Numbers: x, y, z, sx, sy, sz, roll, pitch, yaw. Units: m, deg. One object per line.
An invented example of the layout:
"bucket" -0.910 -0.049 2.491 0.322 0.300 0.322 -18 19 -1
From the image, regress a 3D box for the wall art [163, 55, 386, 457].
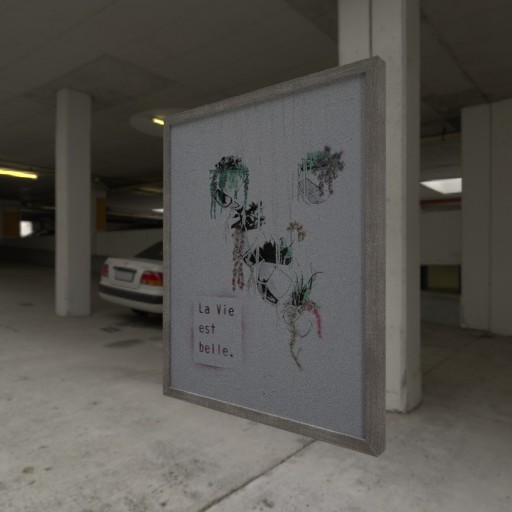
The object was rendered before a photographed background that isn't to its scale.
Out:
"wall art" 0.000 0.000 0.715 0.421 0.521 0.032 0 0 38
